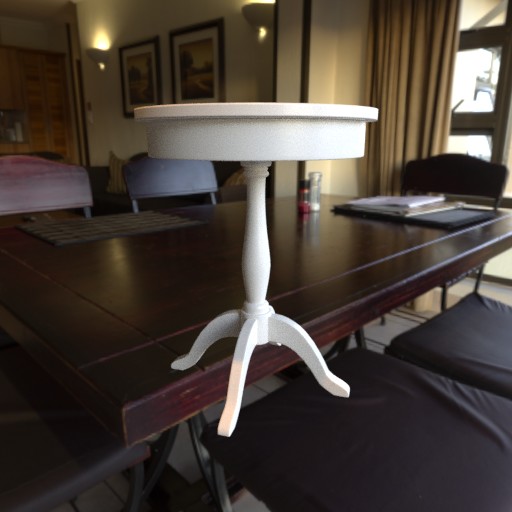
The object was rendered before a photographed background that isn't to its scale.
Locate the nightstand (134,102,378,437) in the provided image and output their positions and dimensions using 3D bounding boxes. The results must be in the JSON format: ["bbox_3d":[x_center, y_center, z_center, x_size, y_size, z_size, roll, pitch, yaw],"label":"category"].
[{"bbox_3d":[0.000,0.000,1.047,0.513,0.653,0.513,7,17,25],"label":"nightstand"}]
